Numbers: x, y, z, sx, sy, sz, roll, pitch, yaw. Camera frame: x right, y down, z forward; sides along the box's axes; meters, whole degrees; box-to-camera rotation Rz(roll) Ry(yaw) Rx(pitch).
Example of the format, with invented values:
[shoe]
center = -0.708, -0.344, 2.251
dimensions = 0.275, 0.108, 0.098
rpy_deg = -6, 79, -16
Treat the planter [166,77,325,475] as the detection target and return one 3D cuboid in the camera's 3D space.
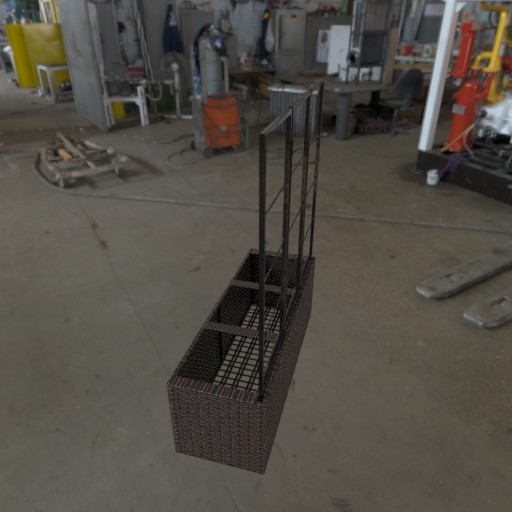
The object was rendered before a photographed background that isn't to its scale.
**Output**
[planter]
center = 0.000, 0.000, 1.217
dimensions = 0.244, 0.841, 0.699
rpy_deg = 8, 30, 14
